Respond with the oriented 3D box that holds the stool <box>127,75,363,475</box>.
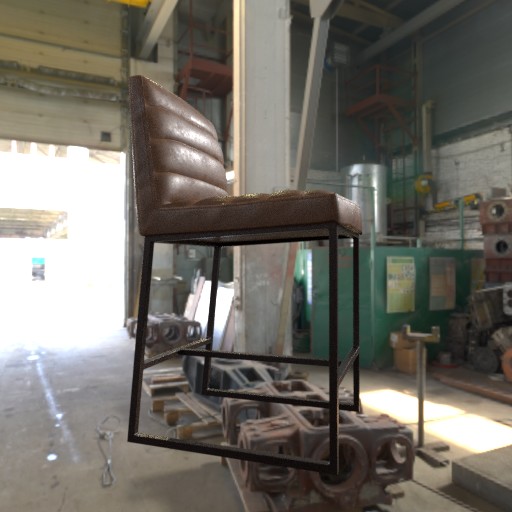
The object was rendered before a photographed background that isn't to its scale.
[{"bbox_3d":[0.000,0.000,1.243,0.562,0.942,0.463,0,-1,19],"label":"stool"}]
